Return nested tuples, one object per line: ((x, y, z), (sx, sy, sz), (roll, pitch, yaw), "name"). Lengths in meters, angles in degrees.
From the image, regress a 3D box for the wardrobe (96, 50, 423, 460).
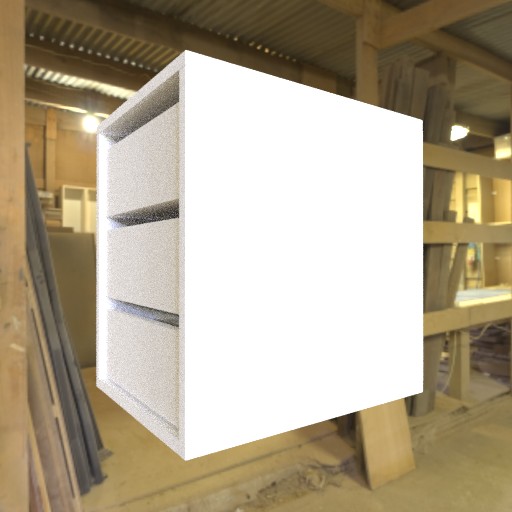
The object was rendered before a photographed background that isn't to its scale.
((0.000, 0.000, 0.868), (0.500, 0.520, 0.400), (0, 0, -35), "wardrobe")
